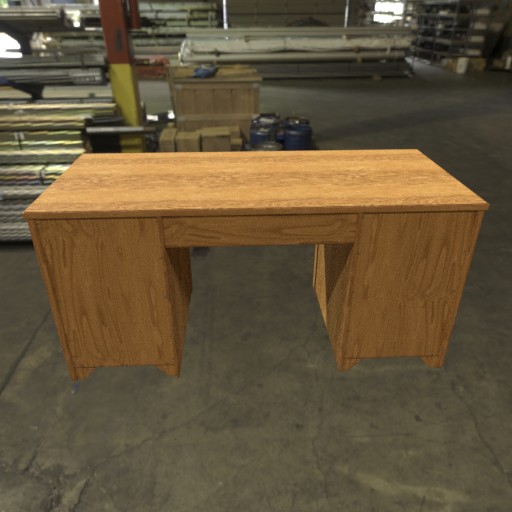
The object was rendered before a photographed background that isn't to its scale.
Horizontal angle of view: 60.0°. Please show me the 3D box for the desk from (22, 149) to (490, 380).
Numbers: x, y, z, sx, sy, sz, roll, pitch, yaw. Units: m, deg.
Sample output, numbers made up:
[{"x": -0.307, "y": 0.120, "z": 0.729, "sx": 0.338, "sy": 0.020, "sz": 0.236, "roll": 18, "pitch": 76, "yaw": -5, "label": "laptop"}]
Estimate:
[{"x": 0.000, "y": 0.000, "z": 1.963, "sx": 1.567, "sy": 0.751, "sz": 0.685, "roll": -1, "pitch": 29, "yaw": -2, "label": "desk"}]
